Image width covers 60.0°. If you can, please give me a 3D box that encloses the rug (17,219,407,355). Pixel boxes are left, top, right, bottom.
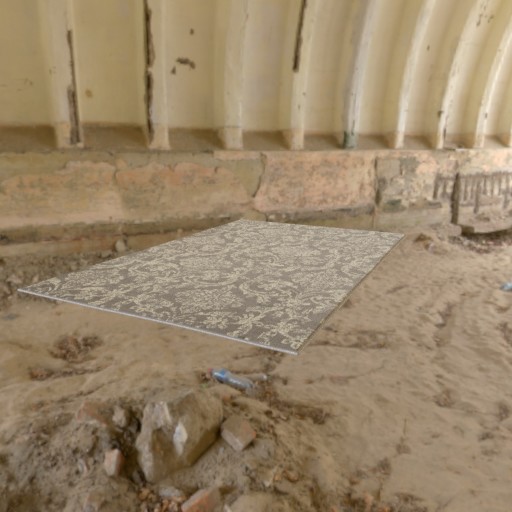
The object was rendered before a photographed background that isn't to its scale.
[{"bbox_3d":[0.000,0.000,3.439,1.819,0.018,2.746,7,16,26],"label":"rug"}]
